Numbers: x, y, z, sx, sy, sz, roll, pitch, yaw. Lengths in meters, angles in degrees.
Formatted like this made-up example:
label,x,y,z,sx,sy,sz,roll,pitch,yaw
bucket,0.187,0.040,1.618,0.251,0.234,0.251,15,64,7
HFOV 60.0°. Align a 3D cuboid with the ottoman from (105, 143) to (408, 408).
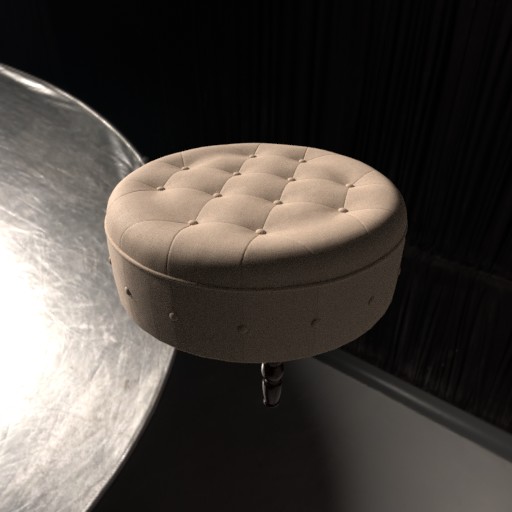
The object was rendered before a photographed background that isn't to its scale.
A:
label,x,y,z,sx,sy,sz,roll,pitch,yaw
ottoman,0.000,0.000,1.378,0.848,0.494,0.848,0,31,0
